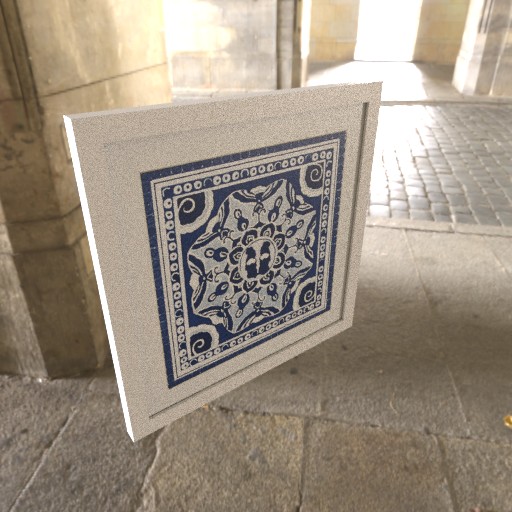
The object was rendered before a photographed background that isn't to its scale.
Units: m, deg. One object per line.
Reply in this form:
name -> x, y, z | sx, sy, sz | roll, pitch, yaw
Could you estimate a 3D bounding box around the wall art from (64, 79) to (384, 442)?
wall art -> 0.000, 0.000, 0.807 | 0.559, 0.559, 0.028 | -20, 34, -31
